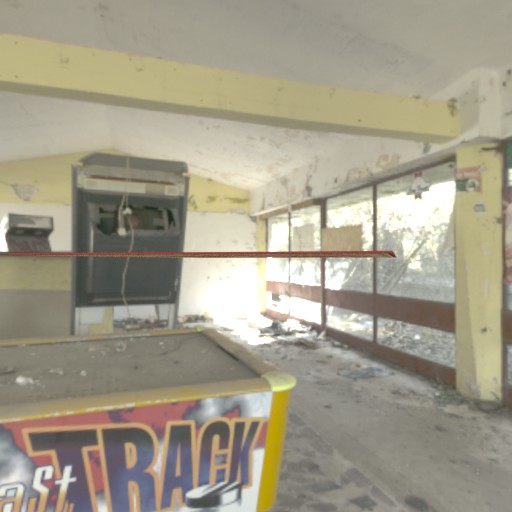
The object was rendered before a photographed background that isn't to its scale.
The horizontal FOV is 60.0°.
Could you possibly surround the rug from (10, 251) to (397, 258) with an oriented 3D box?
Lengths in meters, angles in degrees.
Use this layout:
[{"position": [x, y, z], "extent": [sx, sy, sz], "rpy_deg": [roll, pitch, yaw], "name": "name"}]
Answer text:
[{"position": [0.000, 0.000, 3.967], "extent": [2.387, 0.013, 3.053], "rpy_deg": [0, -1, 18], "name": "rug"}]
